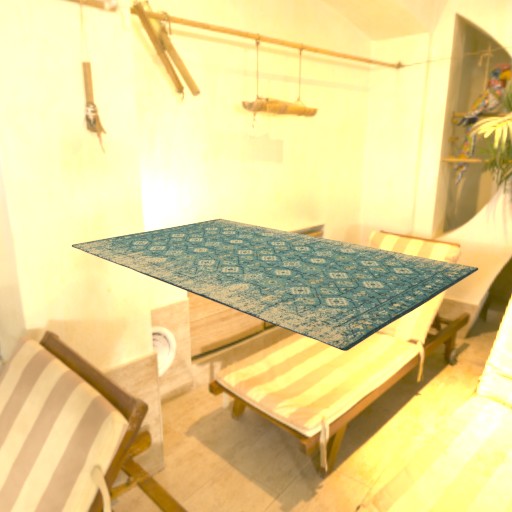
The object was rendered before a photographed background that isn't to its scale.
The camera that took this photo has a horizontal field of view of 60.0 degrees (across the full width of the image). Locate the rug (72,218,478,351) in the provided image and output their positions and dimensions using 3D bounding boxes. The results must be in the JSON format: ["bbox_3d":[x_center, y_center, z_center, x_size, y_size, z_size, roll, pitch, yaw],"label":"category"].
[{"bbox_3d":[0.000,0.000,3.080,2.449,0.015,1.530,14,21,42],"label":"rug"}]
